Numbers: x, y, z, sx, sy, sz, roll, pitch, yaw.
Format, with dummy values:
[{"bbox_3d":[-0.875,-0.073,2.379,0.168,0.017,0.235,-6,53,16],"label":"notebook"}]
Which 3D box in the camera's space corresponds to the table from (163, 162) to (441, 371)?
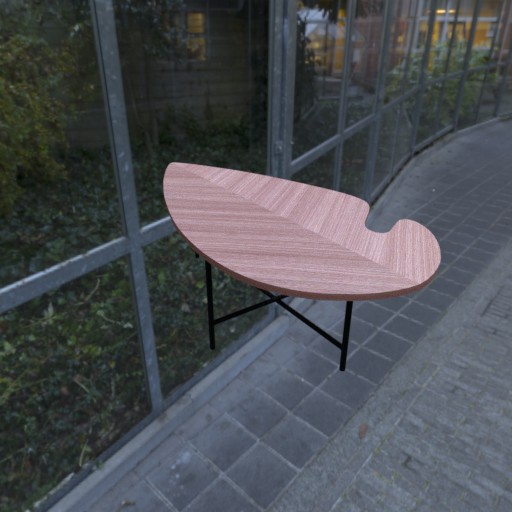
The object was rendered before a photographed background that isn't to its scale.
[{"bbox_3d":[0.000,0.000,1.449,0.598,0.360,1.199,-17,31,-31],"label":"table"}]
